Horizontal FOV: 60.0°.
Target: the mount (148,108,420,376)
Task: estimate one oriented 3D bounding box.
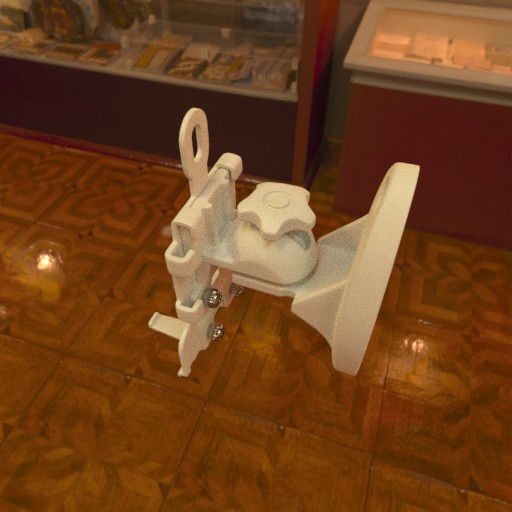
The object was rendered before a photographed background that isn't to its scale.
[{"bbox_3d":[0.000,0.000,0.178,0.100,0.118,0.066,15,49,14],"label":"mount"}]
